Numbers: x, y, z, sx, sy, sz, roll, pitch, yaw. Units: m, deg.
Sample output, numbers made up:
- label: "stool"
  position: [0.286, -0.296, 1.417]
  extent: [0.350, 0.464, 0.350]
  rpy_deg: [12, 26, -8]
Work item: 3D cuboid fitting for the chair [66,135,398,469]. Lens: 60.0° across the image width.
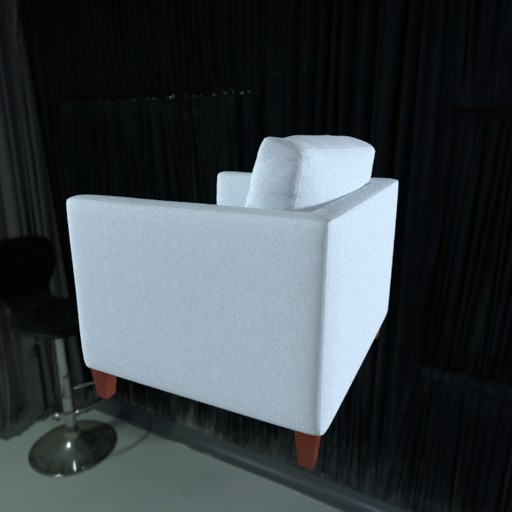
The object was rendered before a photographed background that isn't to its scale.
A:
- label: "chair"
  position: [0.000, 0.000, 1.817]
  extent: [0.953, 0.961, 1.107]
  rpy_deg: [8, 18, 25]
